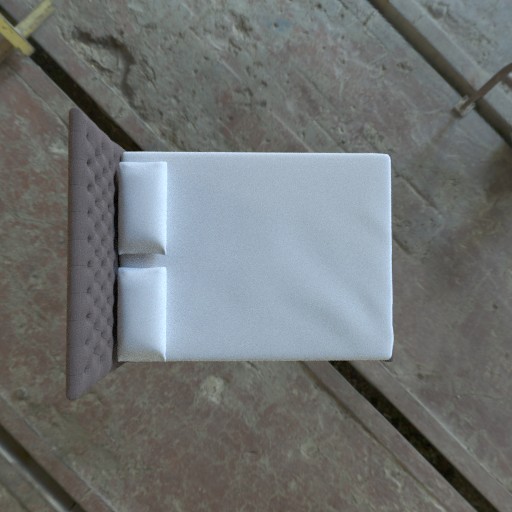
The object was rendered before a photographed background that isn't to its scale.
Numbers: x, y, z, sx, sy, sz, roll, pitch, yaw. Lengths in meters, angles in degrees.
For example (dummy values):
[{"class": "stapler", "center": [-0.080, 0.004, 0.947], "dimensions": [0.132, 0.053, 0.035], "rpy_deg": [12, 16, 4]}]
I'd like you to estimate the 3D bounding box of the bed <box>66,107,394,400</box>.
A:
[{"class": "bed", "center": [0.000, 0.000, 3.262], "dimensions": [2.233, 1.426, 1.696], "rpy_deg": [0, 89, -2]}]
